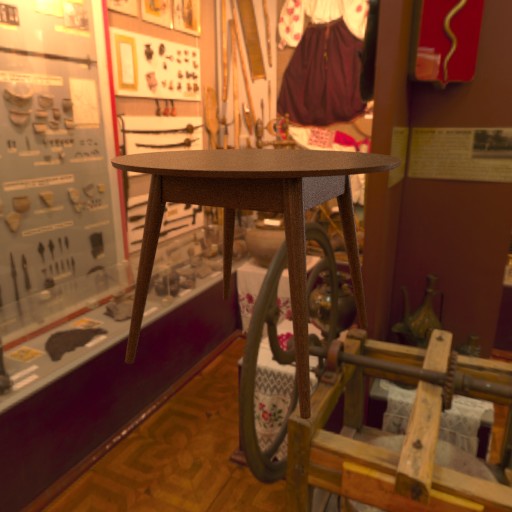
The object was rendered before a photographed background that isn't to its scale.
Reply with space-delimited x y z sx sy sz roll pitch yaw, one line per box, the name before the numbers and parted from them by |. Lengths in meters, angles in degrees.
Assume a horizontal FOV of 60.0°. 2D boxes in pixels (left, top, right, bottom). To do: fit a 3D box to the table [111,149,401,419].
table | 0.000 0.000 1.794 1.053 0.786 1.053 0 17 0
